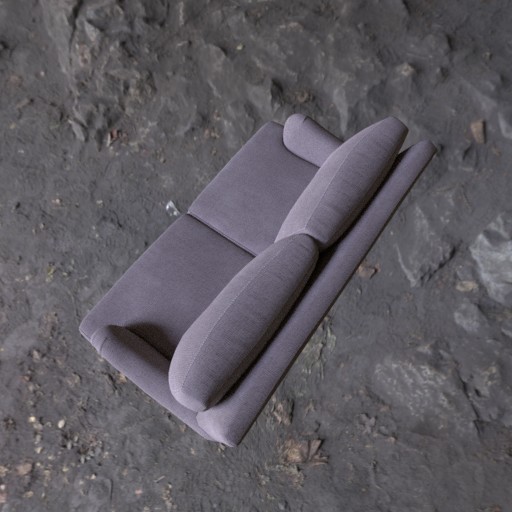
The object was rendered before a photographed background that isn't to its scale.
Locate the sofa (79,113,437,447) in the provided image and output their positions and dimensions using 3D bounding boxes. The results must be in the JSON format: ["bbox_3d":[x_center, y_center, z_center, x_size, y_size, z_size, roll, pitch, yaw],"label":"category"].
[{"bbox_3d":[0.000,0.000,2.515,1.084,1.101,1.853,32,67,15],"label":"sofa"}]
